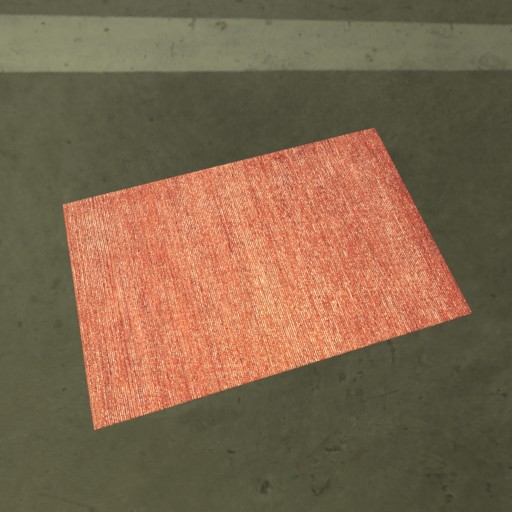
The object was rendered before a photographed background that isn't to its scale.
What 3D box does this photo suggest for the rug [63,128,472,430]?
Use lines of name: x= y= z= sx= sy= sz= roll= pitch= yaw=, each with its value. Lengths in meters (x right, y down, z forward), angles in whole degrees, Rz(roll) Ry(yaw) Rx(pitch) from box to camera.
rug: x=0.000 y=0.000 z=2.172 sx=1.747 sy=0.011 sz=1.139 roll=-15 pitch=66 yaw=-7
